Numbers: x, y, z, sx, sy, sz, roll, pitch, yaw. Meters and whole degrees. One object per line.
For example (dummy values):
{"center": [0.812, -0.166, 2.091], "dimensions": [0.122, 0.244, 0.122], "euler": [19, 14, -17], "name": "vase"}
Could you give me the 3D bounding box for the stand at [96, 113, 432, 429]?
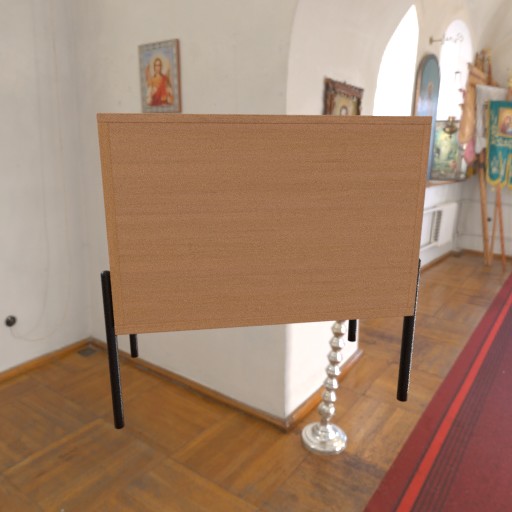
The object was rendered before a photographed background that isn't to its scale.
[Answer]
{"center": [0.000, 0.000, 1.021], "dimensions": [0.630, 0.600, 0.400], "euler": [-2, 15, -9], "name": "stand"}
